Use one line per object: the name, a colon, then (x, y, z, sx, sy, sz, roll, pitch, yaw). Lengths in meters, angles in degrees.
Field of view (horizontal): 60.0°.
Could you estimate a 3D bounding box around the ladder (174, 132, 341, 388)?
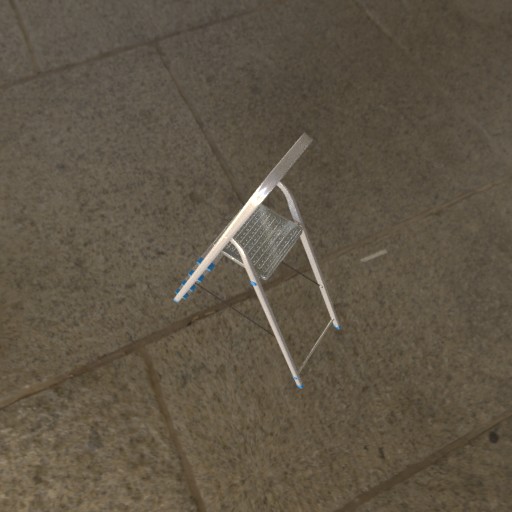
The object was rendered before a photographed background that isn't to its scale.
ladder: (0.000, 0.000, 2.107, 0.990, 1.648, 0.468, 32, 68, 15)
